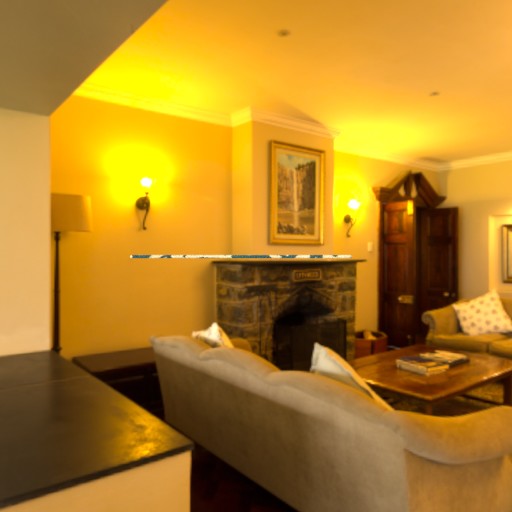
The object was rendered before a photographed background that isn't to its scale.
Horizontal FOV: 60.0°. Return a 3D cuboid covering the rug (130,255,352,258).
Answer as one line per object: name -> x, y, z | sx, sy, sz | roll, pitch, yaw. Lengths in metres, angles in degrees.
rug -> 0.000, 0.000, 2.704 | 0.750, 0.011, 2.435 | 0, 0, 3
